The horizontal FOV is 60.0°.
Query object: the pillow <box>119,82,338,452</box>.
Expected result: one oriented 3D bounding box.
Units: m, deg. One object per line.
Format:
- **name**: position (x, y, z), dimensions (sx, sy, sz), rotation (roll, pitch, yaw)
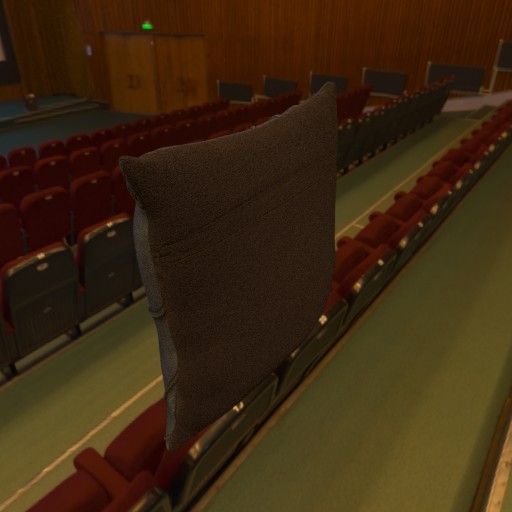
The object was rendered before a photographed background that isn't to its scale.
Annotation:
- **pillow**: position (0.000, 0.000, 0.669), dimensions (0.183, 0.440, 0.439), rotation (20, 37, 30)
